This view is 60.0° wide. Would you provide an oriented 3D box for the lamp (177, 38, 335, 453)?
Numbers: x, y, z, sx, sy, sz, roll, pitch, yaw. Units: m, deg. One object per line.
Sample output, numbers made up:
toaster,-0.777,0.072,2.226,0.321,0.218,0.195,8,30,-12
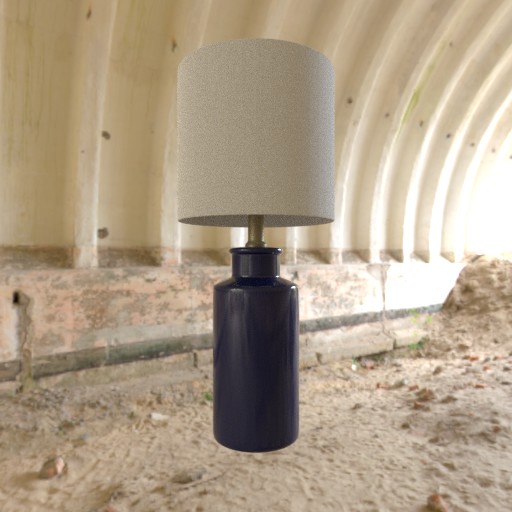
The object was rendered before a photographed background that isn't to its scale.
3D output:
lamp,0.000,0.000,0.606,0.212,0.493,0.212,0,0,17
